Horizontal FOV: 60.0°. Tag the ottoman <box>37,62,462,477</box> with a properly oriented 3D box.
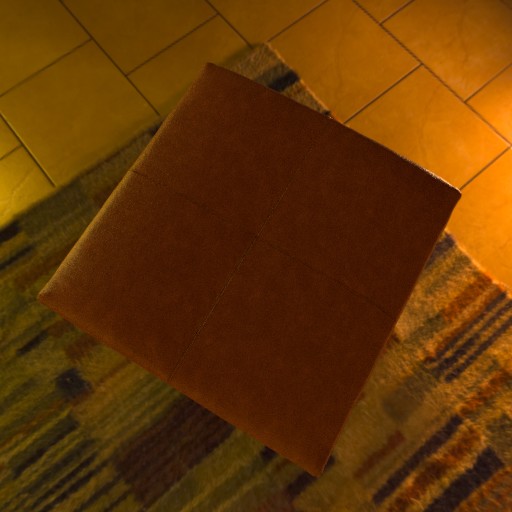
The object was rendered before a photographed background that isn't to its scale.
[{"bbox_3d":[0.000,0.000,1.574,1.013,0.442,1.016,30,77,8],"label":"ottoman"}]
